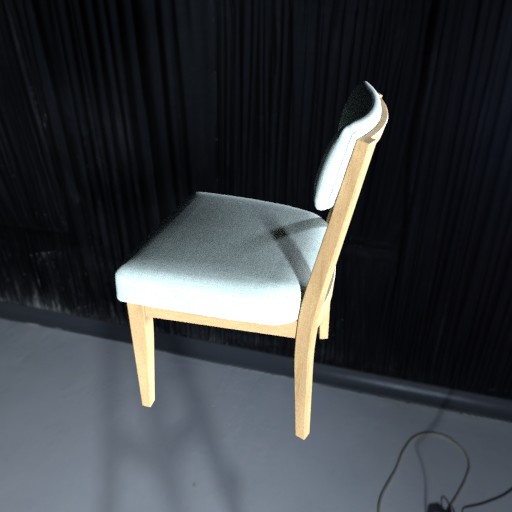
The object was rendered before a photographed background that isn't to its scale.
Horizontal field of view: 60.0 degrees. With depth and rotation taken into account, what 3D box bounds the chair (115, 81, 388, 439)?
[{"bbox_3d":[0.000,0.000,1.186,0.572,0.832,0.508,8,32,13],"label":"chair"}]
